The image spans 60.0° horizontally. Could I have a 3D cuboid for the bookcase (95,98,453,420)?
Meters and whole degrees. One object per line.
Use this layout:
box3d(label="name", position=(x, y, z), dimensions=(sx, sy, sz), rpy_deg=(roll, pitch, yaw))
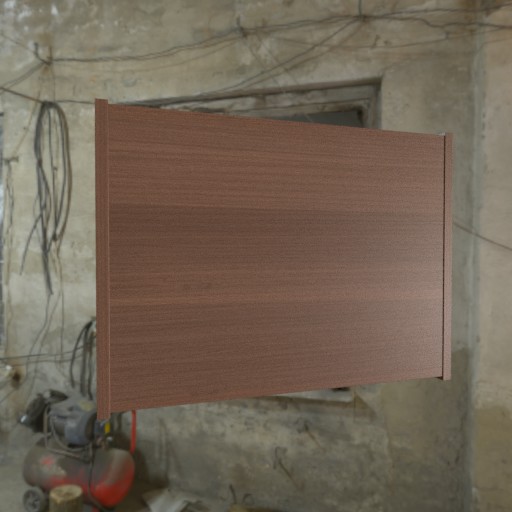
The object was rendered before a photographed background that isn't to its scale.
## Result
box3d(label="bookcase", position=(0.000, 0.000, 0.622), dimensions=(0.415, 0.305, 0.290), rpy_deg=(0, 1, -18))
